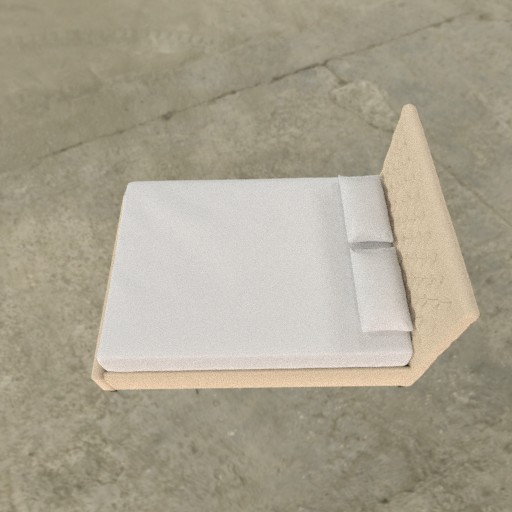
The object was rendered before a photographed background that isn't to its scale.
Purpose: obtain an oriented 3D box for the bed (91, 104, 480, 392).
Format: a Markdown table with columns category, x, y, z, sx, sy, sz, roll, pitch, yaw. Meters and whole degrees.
| category | x | y | z | sx | sy | sz | roll | pitch | yaw |
| --- | --- | --- | --- | --- | --- | --- | --- | --- | --- |
| bed | 0.000 | 0.000 | 3.355 | 2.387 | 1.427 | 1.698 | -1 | 58 | -1 |
